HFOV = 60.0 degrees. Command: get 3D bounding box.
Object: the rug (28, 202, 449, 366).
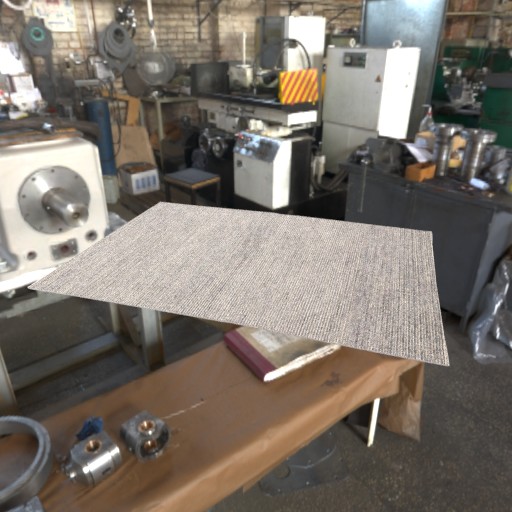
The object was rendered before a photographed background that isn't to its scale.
[{"bbox_3d":[0.000,0.000,2.966,2.307,0.030,1.604,8,27,16],"label":"rug"}]
